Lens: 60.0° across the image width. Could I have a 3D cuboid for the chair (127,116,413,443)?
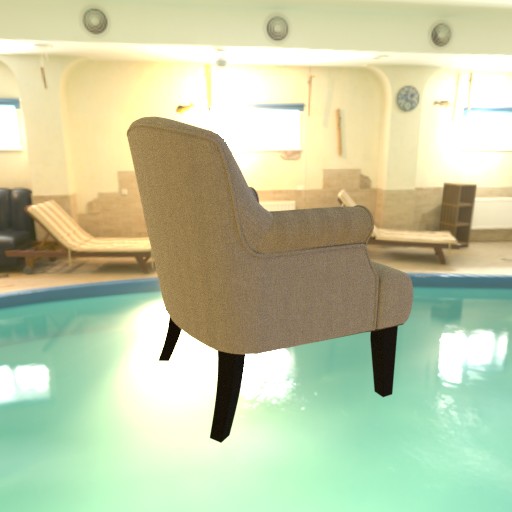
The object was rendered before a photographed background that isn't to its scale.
[{"bbox_3d":[0.000,0.000,1.500,0.755,0.880,0.772,-7,16,-27],"label":"chair"}]
